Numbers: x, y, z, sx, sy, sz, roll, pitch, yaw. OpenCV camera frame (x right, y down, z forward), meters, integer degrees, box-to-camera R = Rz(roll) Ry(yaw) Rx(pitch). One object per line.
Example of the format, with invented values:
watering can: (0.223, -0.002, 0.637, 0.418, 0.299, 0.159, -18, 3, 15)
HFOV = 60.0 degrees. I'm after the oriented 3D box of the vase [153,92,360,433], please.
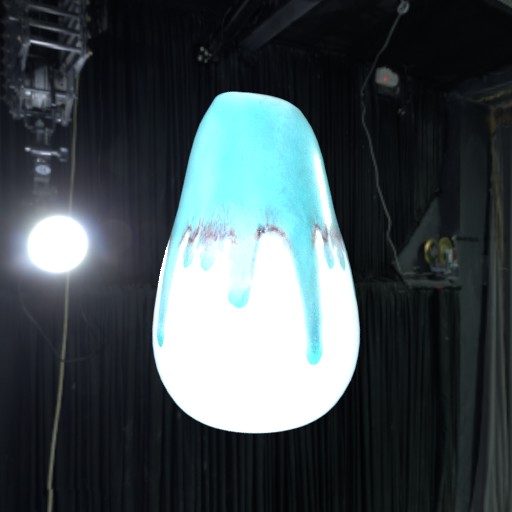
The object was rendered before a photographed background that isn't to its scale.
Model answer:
vase: (0.000, 0.000, 0.255, 0.116, 0.179, 0.116, 0, 0, 0)
